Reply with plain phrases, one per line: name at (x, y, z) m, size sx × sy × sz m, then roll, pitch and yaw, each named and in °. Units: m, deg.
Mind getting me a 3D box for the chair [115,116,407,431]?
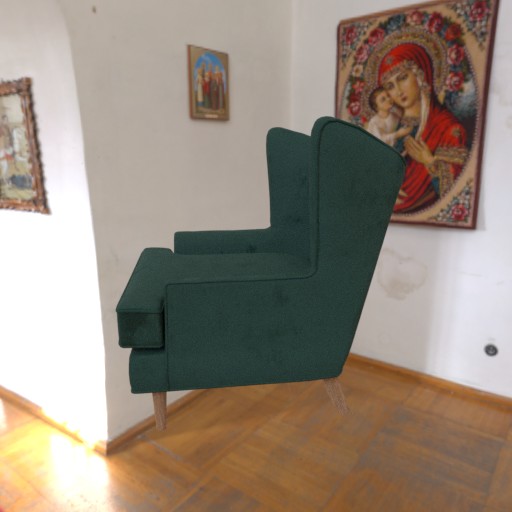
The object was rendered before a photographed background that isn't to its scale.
chair at (0.000, 0.000, 1.648) m, size 0.910 × 0.952 × 0.793 m, roll -2°, pitch 14°, yaw -8°
